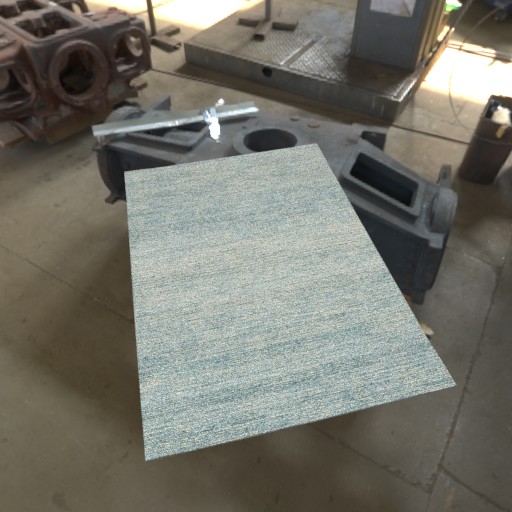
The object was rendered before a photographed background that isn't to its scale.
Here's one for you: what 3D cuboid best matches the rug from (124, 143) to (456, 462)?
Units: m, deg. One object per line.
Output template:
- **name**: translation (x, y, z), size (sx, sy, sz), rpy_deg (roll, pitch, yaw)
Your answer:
- **rug**: translation (0.000, 0.000, 2.909), size (1.611, 0.026, 2.260), rpy_deg (-10, 49, -9)
